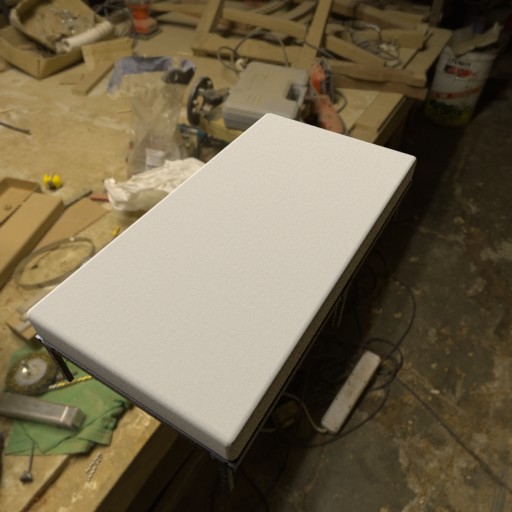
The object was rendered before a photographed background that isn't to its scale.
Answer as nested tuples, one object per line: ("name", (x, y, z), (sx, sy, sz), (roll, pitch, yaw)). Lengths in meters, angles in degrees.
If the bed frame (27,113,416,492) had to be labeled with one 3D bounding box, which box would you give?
("bed frame", (0.000, 0.000, 3.164), (1.393, 0.680, 2.635), (24, 51, 21))
